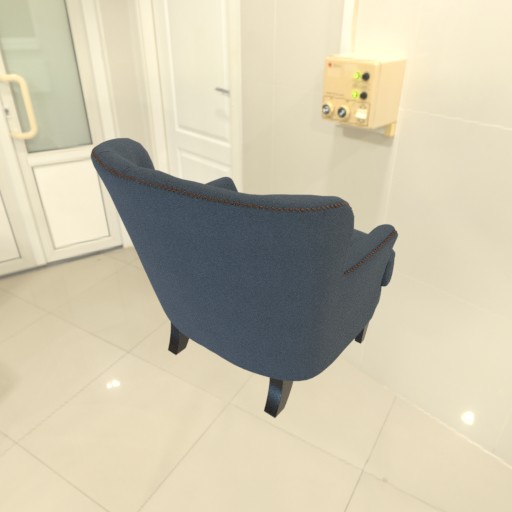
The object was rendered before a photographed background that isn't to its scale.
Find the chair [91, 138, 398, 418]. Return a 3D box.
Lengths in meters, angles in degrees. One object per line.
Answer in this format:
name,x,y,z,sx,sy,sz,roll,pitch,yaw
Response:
chair,0.000,0.000,1.578,0.848,0.868,0.906,22,37,32
